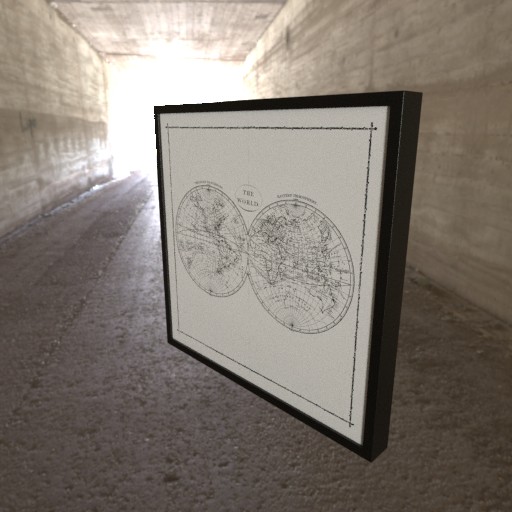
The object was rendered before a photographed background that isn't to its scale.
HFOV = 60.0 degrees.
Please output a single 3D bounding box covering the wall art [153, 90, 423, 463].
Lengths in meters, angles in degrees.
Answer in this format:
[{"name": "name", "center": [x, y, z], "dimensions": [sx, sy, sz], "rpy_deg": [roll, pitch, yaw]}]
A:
[{"name": "wall art", "center": [0.000, 0.000, 0.479], "dimensions": [0.029, 0.318, 0.327], "rpy_deg": [-15, 22, -42]}]
